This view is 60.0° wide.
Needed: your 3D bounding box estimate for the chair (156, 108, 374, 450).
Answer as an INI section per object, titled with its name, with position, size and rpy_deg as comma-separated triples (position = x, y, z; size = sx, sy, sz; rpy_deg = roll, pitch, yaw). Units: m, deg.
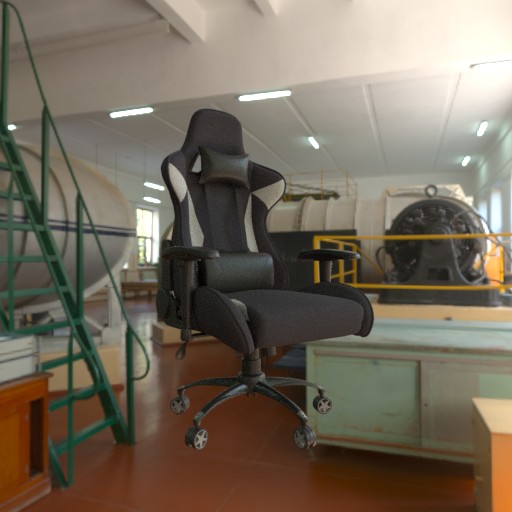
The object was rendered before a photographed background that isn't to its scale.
[chair]
position = 0.000, 0.000, 1.729
size = 0.730, 1.300, 0.695
rpy_deg = 0, -1, -36
